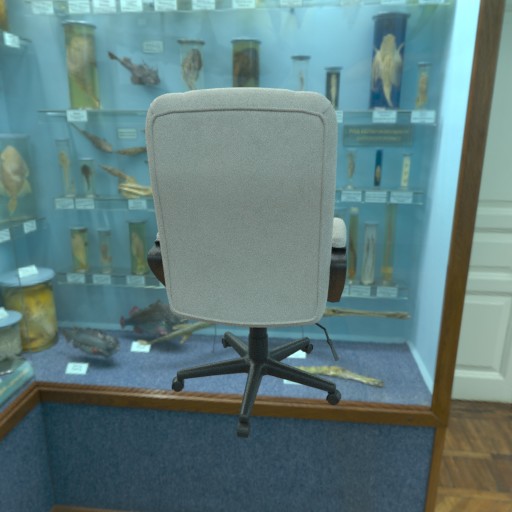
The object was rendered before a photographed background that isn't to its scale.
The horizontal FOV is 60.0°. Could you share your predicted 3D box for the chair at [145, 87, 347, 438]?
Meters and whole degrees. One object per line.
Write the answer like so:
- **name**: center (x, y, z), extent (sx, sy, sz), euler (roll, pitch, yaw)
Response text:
- **chair**: center (0.000, 0.000, 1.621), extent (0.667, 1.105, 0.724), euler (2, 16, 8)
